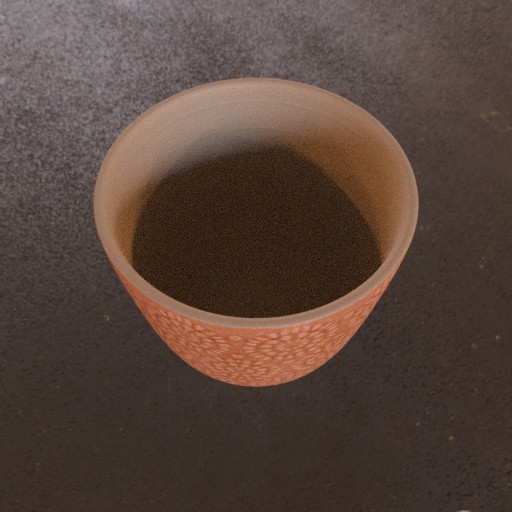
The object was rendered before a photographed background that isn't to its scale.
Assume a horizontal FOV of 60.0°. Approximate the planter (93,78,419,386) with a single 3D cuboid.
[{"bbox_3d":[0.000,0.000,0.367,0.208,0.190,0.208,0,58,0],"label":"planter"}]
